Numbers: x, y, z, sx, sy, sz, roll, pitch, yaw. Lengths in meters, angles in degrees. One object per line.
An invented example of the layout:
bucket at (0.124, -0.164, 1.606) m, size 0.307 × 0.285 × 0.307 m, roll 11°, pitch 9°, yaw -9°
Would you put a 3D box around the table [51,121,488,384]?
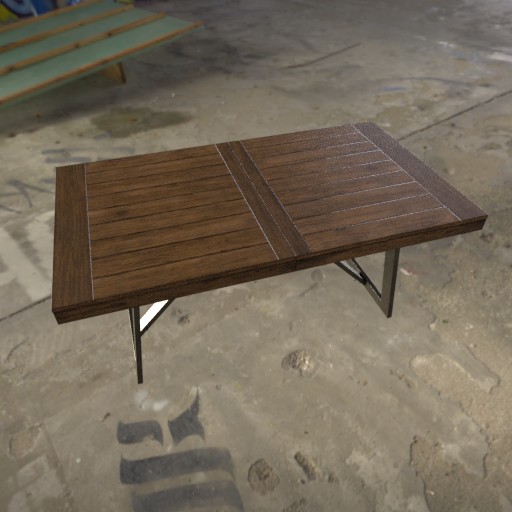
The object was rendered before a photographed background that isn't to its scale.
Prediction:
table at (0.000, 0.000, 2.153) m, size 1.641 × 0.757 × 0.931 m, roll -12°, pitch 42°, yaw -14°
